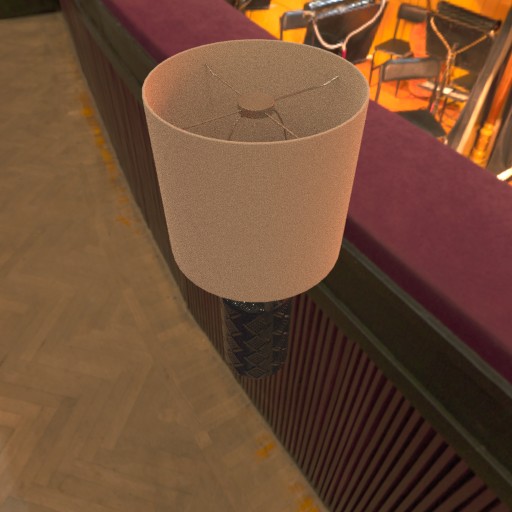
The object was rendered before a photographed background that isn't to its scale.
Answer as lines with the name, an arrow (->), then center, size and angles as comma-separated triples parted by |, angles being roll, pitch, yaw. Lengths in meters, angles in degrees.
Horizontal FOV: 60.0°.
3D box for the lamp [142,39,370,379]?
lamp -> 0.000, 0.000, 0.573 | 0.207, 0.461, 0.207 | -25, 51, -22
